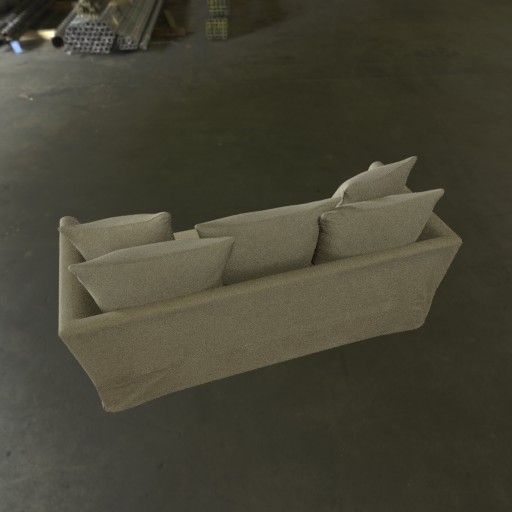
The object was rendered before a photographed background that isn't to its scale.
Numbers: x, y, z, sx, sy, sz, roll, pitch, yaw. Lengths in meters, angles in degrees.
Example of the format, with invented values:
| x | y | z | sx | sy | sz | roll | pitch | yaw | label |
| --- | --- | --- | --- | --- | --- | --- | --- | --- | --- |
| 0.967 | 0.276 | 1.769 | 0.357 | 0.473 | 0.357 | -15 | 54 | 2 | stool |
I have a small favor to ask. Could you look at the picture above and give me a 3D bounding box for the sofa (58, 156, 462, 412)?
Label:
| x | y | z | sx | sy | sz | roll | pitch | yaw | label |
| --- | --- | --- | --- | --- | --- | --- | --- | --- | --- |
| 0.000 | 0.000 | 2.854 | 2.290 | 1.034 | 1.031 | -12 | 43 | -13 | sofa |
